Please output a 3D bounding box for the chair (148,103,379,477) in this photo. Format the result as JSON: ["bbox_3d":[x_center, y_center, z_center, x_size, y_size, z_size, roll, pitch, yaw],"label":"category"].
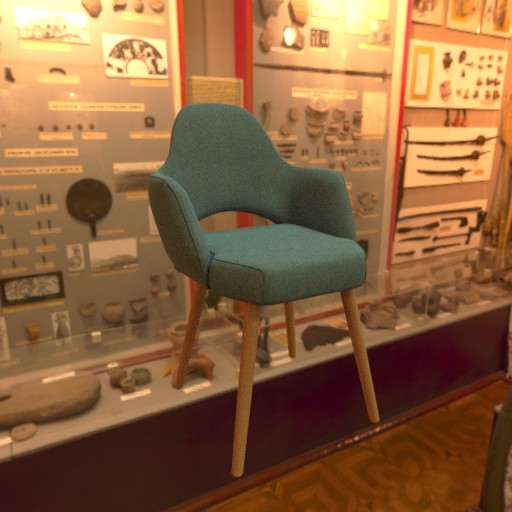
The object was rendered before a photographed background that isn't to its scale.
[{"bbox_3d":[0.000,0.000,1.355,0.589,0.920,0.666,-8,17,-27],"label":"chair"}]
